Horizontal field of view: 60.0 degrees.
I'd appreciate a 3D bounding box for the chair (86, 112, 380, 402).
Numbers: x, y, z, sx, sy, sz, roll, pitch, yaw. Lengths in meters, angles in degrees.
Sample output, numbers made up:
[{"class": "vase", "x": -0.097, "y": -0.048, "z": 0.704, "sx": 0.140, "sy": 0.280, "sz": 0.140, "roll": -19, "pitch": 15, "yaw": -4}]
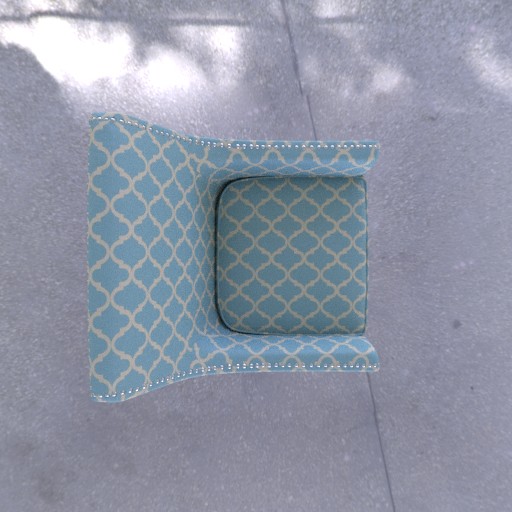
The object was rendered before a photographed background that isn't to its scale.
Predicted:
[{"class": "chair", "x": 0.000, "y": 0.000, "z": 1.303, "sx": 0.686, "sy": 0.817, "sz": 0.617, "roll": 0, "pitch": 91, "yaw": 1}]
